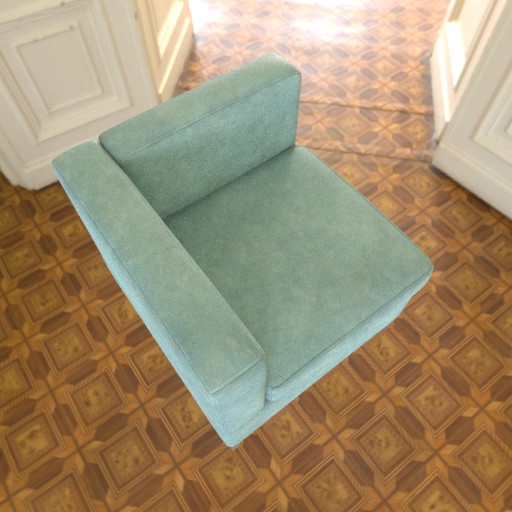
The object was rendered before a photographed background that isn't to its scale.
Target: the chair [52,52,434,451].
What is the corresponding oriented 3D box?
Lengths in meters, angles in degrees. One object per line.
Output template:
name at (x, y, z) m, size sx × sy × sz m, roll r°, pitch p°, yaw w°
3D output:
chair at (0.000, 0.000, 1.221) m, size 0.684 × 0.660 × 0.691 m, roll -33°, pitch 64°, yaw -18°
